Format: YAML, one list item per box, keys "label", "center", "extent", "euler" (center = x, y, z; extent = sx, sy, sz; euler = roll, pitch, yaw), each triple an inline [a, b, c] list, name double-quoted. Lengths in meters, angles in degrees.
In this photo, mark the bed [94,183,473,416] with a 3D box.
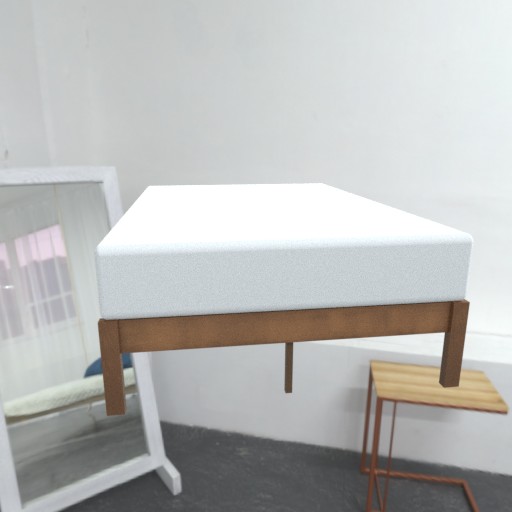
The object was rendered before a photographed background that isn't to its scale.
- label: "bed"
  center: [0.000, 0.000, 2.508]
  extent: [1.348, 0.616, 1.927]
  euler: [-2, 15, -8]
